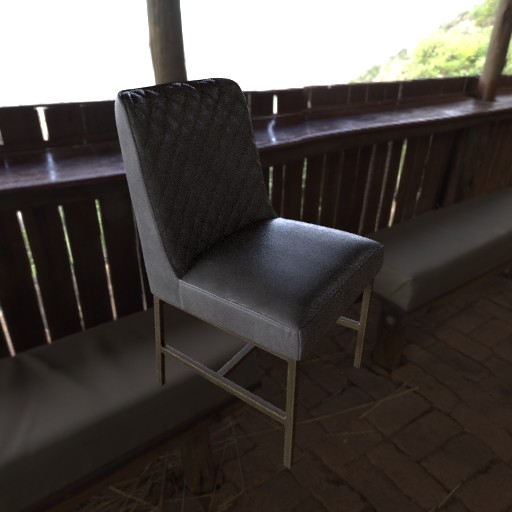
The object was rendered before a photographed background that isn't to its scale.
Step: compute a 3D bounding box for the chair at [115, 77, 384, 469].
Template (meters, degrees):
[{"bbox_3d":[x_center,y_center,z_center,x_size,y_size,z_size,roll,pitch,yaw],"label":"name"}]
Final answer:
[{"bbox_3d":[0.000,0.000,1.257,0.587,0.889,0.508,18,33,30],"label":"chair"}]
